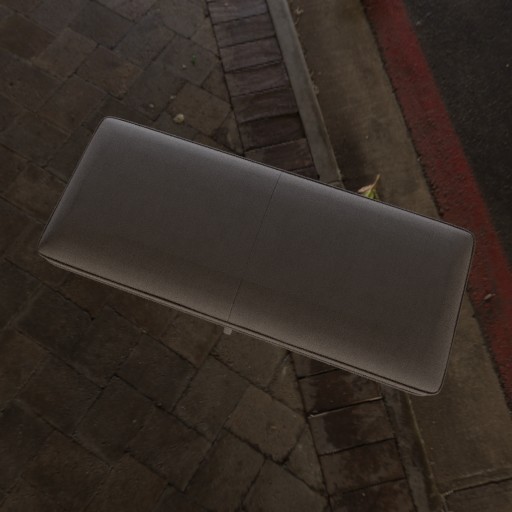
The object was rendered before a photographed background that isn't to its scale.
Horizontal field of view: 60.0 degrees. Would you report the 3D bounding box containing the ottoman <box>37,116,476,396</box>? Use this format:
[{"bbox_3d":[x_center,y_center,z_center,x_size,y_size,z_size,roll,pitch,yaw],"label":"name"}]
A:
[{"bbox_3d":[0.000,0.000,2.029,1.764,0.470,0.751,19,75,5],"label":"ottoman"}]
